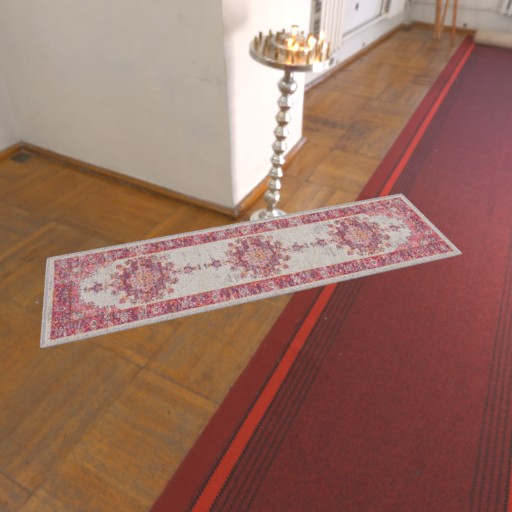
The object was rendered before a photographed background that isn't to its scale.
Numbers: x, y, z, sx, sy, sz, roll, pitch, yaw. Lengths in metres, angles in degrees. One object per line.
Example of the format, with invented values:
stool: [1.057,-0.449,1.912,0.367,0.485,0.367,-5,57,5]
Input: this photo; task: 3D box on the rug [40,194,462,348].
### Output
rug: [0.000,0.000,2.544,2.294,0.011,0.666,-11,42,-13]
